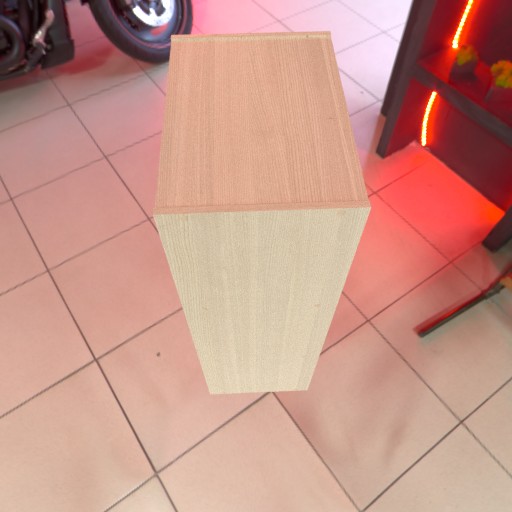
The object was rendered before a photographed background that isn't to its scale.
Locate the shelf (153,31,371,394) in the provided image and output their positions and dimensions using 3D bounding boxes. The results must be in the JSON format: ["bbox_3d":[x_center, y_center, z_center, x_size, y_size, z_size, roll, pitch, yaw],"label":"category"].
[{"bbox_3d":[0.000,0.000,1.073,0.292,0.876,0.417,-2,58,-1],"label":"shelf"}]
